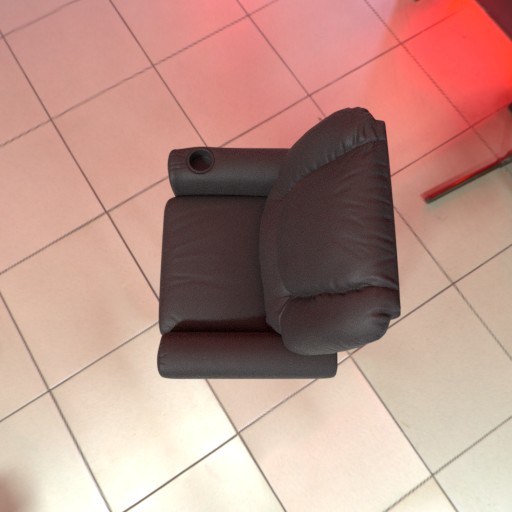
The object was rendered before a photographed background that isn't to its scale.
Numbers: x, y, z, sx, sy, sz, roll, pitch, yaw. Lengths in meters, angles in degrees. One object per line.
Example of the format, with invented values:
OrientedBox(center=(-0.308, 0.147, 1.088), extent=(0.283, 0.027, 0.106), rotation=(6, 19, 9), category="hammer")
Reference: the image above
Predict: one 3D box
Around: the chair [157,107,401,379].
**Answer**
OrientedBox(center=(0.000, 0.000, 1.138), extent=(0.521, 0.709, 0.610), rotation=(0, 76, 0), category="chair")
